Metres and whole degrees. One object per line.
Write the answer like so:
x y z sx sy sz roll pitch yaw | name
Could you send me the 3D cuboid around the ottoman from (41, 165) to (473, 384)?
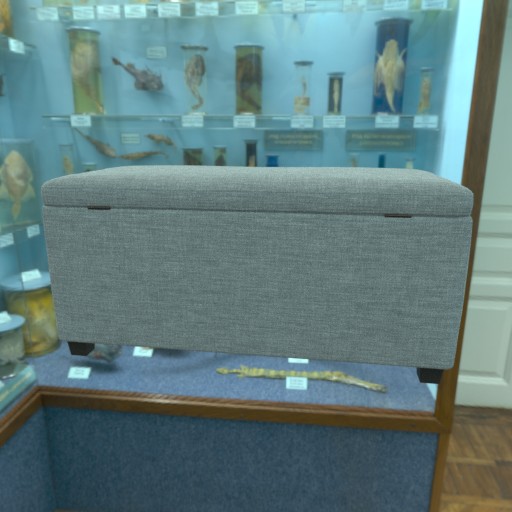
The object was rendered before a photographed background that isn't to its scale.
0.000 0.000 1.112 0.902 0.432 0.419 2 16 8 | ottoman
